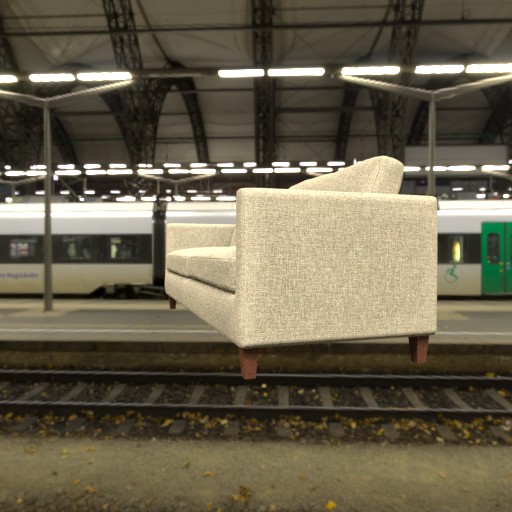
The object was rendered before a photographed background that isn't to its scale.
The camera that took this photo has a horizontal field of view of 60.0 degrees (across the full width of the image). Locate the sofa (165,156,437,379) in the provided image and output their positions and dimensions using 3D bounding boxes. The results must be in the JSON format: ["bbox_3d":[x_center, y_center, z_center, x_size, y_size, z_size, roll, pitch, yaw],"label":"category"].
[{"bbox_3d":[0.000,0.000,2.972,0.948,0.951,2.434,0,1,-18],"label":"sofa"}]
